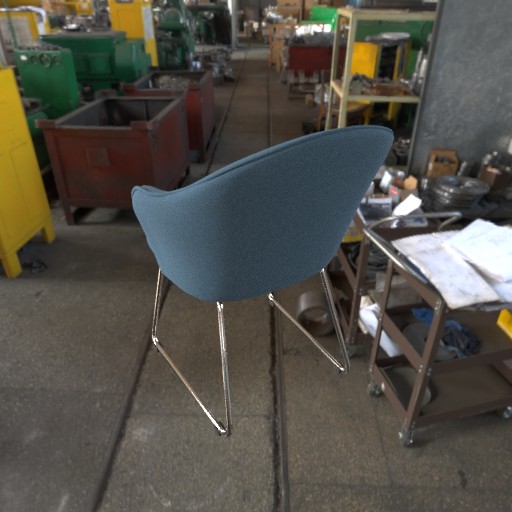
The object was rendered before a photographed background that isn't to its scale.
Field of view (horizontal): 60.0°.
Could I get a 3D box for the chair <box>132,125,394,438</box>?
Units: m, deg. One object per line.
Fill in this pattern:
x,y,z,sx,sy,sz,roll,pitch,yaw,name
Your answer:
0.000,0.000,1.198,0.570,0.815,0.585,-18,35,-27,chair
